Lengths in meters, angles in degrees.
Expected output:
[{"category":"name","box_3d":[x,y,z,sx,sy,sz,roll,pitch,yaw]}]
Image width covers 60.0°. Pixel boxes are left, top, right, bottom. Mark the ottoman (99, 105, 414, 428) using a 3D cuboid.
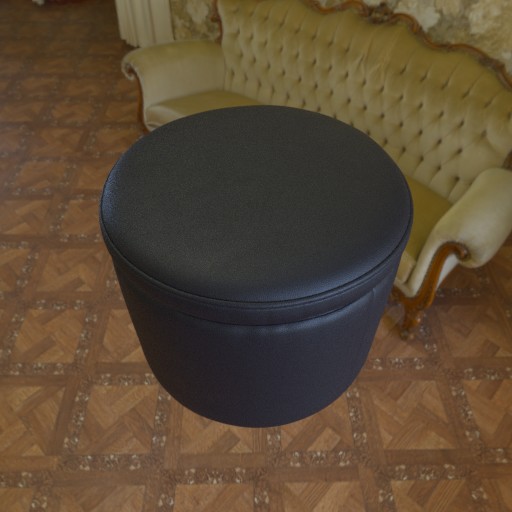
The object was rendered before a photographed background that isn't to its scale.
[{"category":"ottoman","box_3d":[0.000,0.000,0.839,0.501,0.409,0.501,0,46,0]}]
